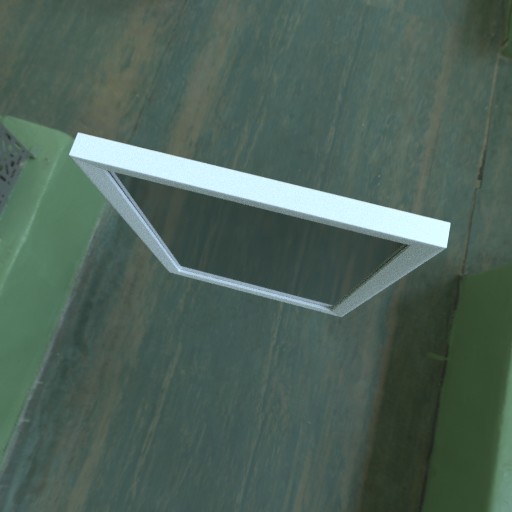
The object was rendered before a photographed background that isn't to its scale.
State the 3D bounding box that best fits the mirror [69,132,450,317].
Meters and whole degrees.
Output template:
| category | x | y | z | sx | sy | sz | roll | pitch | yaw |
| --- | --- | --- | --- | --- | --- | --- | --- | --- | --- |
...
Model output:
| category | x | y | z | sx | sy | sz | roll | pitch | yaw |
| --- | --- | --- | --- | --- | --- | --- | --- | --- | --- |
| mirror | 0.000 | 0.000 | 0.923 | 0.507 | 0.710 | 0.040 | 14 | 76 | 4 |
